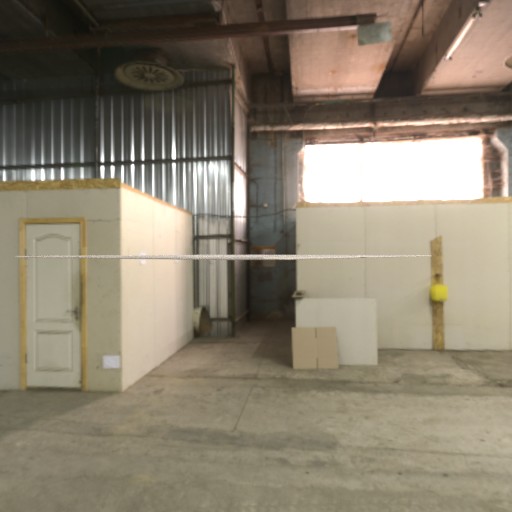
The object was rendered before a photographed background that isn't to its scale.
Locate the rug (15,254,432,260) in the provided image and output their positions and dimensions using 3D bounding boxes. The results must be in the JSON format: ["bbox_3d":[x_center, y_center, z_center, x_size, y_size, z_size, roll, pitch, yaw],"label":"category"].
[{"bbox_3d":[0.000,0.000,4.271,2.449,0.019,3.357,0,0,35],"label":"rug"}]
